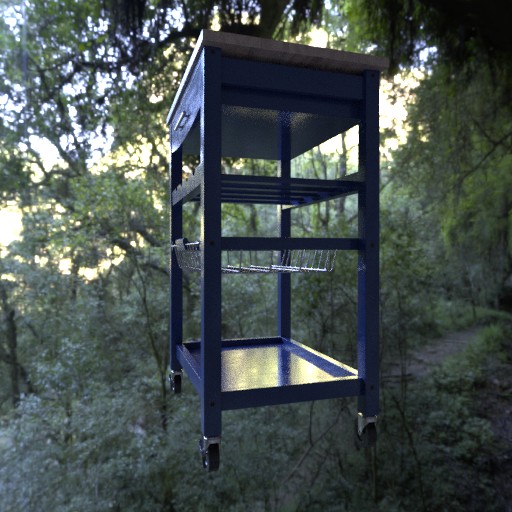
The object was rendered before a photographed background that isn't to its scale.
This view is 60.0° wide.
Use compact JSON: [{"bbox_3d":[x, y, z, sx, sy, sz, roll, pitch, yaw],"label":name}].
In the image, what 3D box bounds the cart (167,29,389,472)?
[{"bbox_3d":[0.000,0.000,1.153,0.403,0.839,0.584,0,0,-18],"label":"cart"}]
